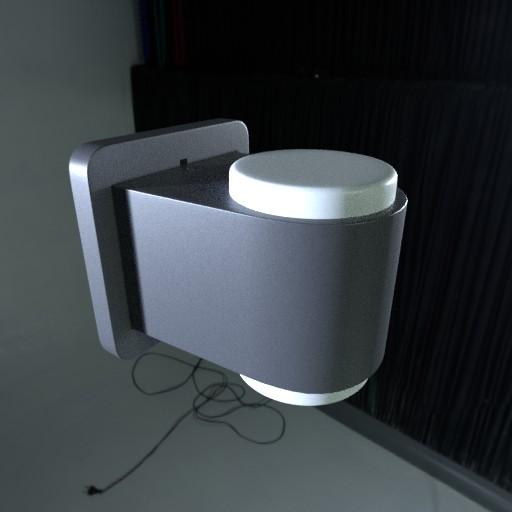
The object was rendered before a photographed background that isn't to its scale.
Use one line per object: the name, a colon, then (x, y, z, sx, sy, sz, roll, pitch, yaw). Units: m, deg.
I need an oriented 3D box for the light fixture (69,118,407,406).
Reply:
light fixture: (0.000, 0.000, 0.213, 0.132, 0.109, 0.109, 17, 30, 32)
